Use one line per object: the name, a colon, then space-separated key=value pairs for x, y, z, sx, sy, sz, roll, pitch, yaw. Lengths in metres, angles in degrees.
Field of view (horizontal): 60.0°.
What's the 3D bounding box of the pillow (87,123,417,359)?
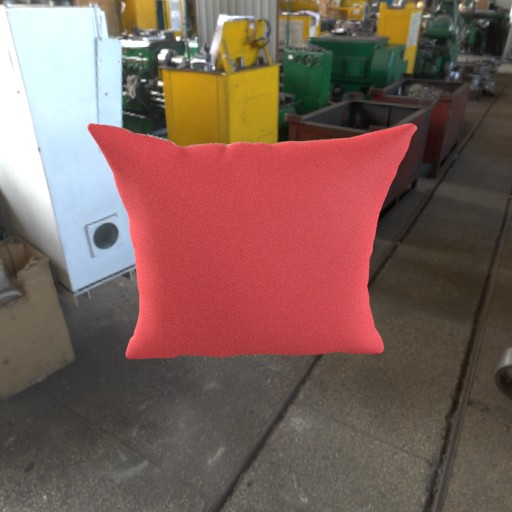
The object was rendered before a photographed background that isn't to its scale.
pillow: x=0.000 y=0.000 z=0.840 sx=0.559 sy=0.501 sz=0.229 roll=-1 pitch=30 yaw=-2
